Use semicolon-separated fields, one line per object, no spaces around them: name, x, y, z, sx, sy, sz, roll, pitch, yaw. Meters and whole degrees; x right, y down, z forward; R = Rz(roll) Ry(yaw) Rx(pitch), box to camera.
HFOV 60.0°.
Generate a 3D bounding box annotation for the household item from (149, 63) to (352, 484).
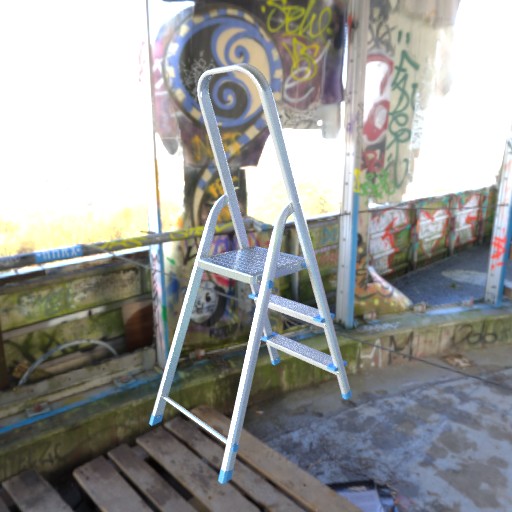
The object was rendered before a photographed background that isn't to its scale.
household item;0.000;0.000;1.553;0.687;1.215;0.420;-14;20;-43
